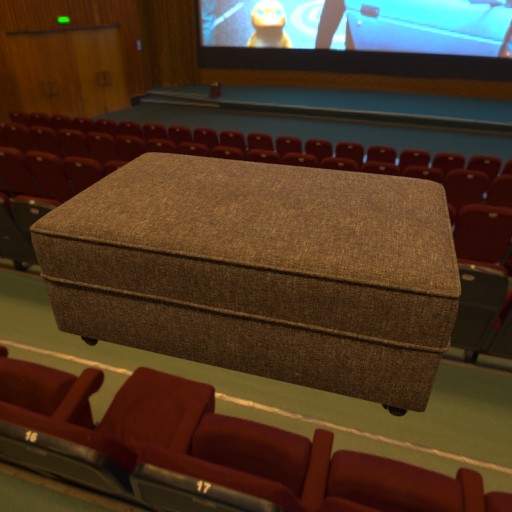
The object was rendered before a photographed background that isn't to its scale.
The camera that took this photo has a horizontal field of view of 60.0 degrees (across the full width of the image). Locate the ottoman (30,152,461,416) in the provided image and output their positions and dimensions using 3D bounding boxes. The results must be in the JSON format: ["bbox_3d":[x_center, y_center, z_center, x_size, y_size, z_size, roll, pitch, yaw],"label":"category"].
[{"bbox_3d":[0.000,0.000,1.501,1.184,0.487,0.717,9,33,14],"label":"ottoman"}]
